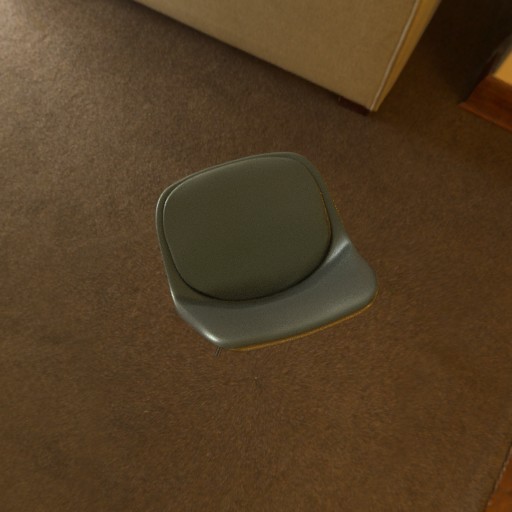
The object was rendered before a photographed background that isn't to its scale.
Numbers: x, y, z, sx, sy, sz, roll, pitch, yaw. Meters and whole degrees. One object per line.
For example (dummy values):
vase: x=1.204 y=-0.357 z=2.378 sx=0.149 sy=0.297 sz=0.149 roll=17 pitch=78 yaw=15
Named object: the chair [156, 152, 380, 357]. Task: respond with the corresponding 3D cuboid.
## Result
chair: x=0.000 y=0.000 z=1.181 sx=0.461 sy=0.850 sz=0.525 roll=-17 pitch=75 yaw=-5
